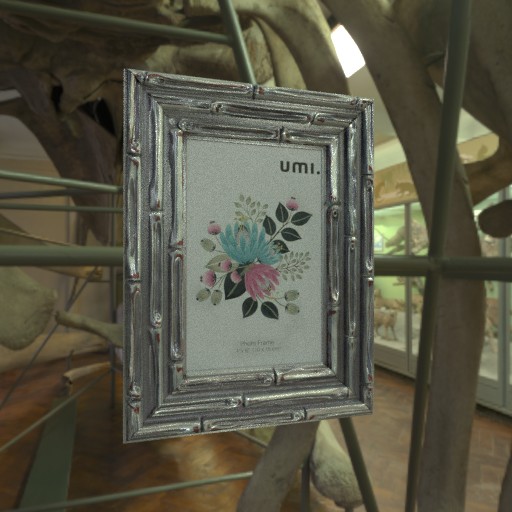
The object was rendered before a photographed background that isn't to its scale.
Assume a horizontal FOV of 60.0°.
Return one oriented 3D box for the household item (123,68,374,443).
[{"bbox_3d":[0.000,0.000,0.287,0.165,0.216,0.025,0,0,-17],"label":"household item"}]
